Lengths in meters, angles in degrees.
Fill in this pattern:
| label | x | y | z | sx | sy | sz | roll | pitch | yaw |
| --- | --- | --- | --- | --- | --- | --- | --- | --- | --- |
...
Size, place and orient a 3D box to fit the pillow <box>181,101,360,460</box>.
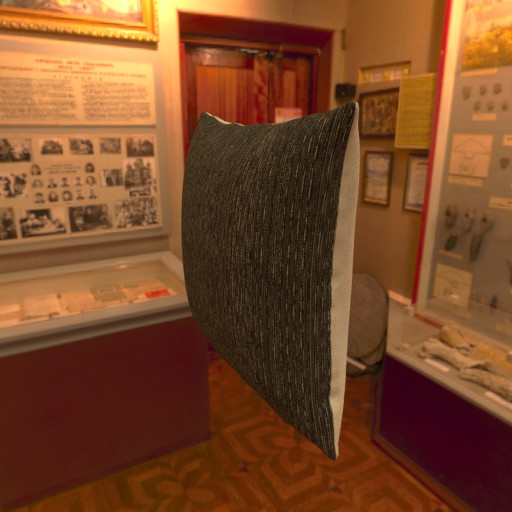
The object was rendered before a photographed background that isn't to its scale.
| label | x | y | z | sx | sy | sz | roll | pitch | yaw |
| --- | --- | --- | --- | --- | --- | --- | --- | --- | --- |
| pillow | 0.000 | 0.000 | 0.683 | 0.196 | 0.434 | 0.433 | -8 | 18 | -26 |
